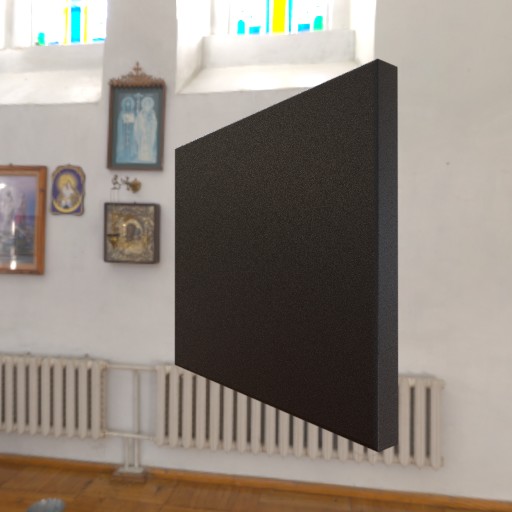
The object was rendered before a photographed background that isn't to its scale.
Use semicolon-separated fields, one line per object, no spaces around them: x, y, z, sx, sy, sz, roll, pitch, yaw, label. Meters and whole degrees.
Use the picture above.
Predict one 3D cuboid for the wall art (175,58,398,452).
0.000;0.000;0.532;0.028;0.330;0.380;0;0;-37;wall art
